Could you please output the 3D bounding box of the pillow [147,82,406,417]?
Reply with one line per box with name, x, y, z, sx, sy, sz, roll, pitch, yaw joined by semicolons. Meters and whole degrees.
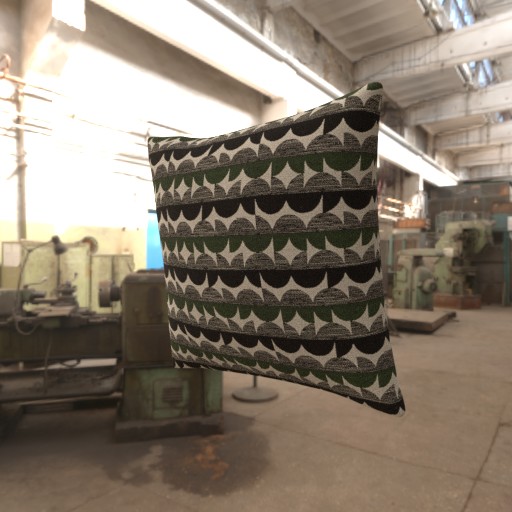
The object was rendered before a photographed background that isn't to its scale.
pillow;0.000;0.000;0.651;0.419;0.404;0.180;0;0;37
